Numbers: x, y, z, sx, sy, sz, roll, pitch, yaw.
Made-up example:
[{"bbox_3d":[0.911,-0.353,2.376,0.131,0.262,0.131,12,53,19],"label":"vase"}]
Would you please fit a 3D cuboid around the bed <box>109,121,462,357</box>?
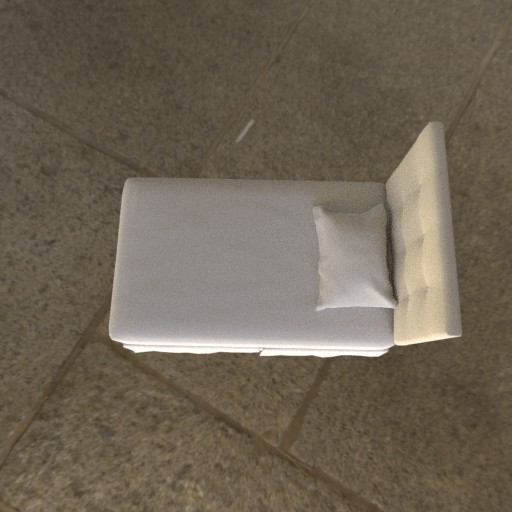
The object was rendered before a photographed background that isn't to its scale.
[{"bbox_3d":[0.000,0.000,2.970,1.997,1.571,1.261,1,76,0],"label":"bed"}]
